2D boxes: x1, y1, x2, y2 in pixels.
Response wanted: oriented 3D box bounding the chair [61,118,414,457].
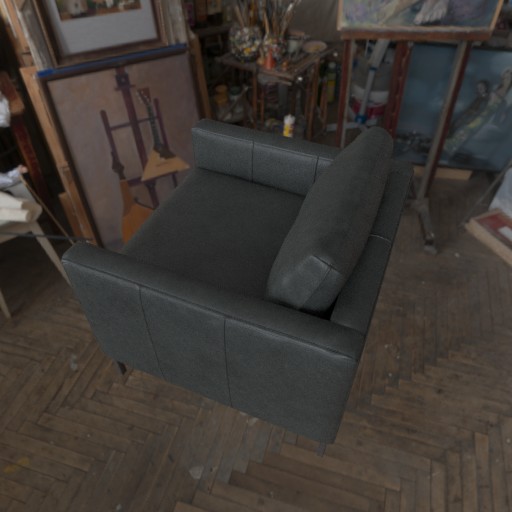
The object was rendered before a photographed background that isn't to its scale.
[{"bbox_3d":[0.000,0.000,1.509,0.861,0.824,0.967,17,48,16],"label":"chair"}]
